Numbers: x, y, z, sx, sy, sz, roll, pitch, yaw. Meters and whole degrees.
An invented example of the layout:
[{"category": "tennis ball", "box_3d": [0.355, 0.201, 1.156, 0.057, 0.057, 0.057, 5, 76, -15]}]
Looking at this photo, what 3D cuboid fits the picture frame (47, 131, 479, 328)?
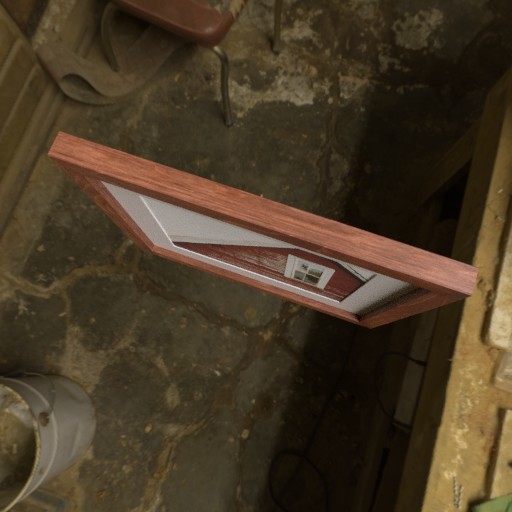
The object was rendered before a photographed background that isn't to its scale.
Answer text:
[{"category": "picture frame", "box_3d": [0.000, 0.000, 0.538, 0.381, 0.330, 0.025, 19, 77, 5]}]
